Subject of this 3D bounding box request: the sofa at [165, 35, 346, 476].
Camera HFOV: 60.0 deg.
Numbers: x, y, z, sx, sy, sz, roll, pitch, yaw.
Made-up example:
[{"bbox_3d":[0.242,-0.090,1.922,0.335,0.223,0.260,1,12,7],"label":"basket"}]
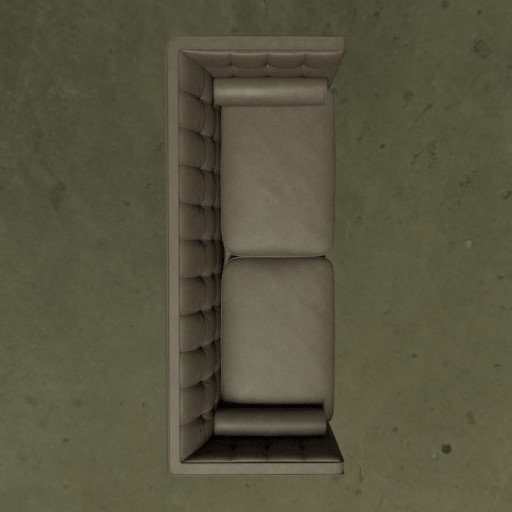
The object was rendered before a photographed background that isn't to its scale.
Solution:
[{"bbox_3d":[0.000,0.000,2.445,0.867,0.789,2.087,0,91,0],"label":"sofa"}]
